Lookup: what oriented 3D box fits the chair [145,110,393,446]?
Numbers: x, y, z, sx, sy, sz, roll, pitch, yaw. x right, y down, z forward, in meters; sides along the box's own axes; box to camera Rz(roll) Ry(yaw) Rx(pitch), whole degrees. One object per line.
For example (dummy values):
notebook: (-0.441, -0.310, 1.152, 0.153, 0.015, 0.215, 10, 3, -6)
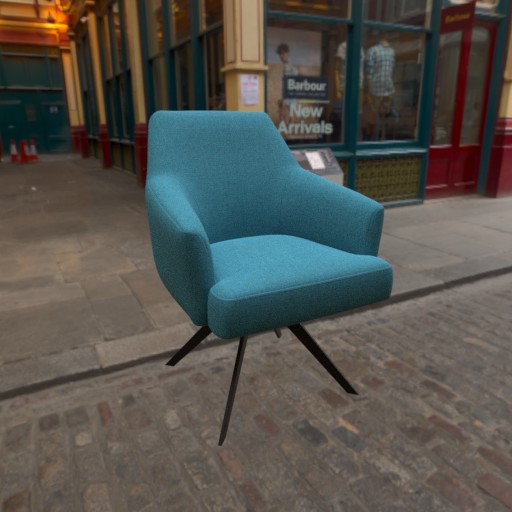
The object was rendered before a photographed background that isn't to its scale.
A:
chair: (0.000, 0.000, 1.389, 0.642, 0.874, 0.677, -9, 19, -27)
